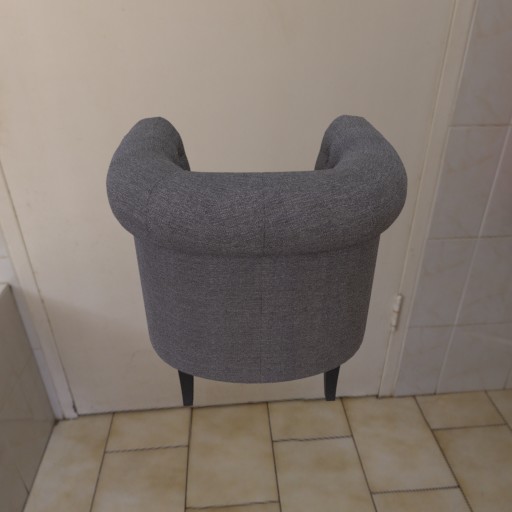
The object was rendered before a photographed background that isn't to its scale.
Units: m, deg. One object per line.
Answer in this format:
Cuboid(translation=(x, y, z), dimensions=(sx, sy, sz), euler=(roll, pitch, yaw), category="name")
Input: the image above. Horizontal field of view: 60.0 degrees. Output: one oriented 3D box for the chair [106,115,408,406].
Cuboid(translation=(0.000, 0.000, 1.534), dimensions=(0.905, 0.827, 0.852), euler=(-1, 30, -2), category="chair")
